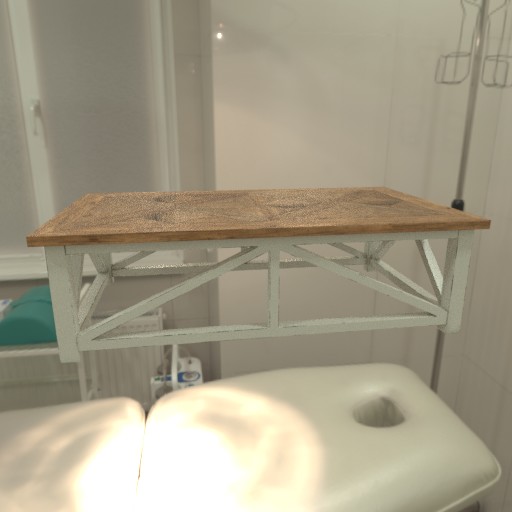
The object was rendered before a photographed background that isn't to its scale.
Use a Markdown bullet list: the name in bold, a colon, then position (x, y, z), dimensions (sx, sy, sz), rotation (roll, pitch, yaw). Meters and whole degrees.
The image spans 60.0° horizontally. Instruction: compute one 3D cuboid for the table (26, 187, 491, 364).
- **table**: position (0.000, 0.000, 1.752), dimensions (1.400, 0.410, 0.800), rotation (-3, 17, -9)
